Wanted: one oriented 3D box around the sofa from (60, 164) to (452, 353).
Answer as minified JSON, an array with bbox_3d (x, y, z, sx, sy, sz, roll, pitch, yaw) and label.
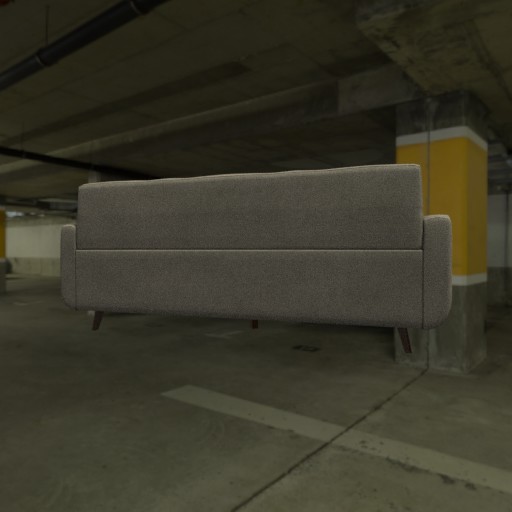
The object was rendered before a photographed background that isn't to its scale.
[{"bbox_3d":[0.000,0.000,2.581,2.029,0.841,0.909,0,1,19],"label":"sofa"}]
